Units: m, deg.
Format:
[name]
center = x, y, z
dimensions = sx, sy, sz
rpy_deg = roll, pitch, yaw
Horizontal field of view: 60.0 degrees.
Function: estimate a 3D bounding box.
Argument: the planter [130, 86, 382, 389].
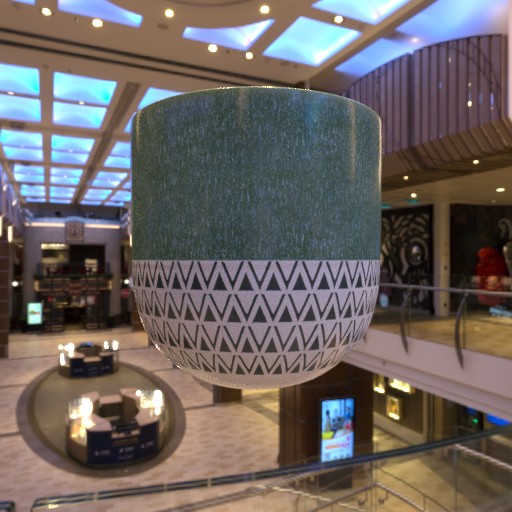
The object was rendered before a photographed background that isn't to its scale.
[planter]
center = 0.000, 0.000, 0.485
dimensions = 0.266, 0.270, 0.266
rpy_deg = 0, 0, 0
